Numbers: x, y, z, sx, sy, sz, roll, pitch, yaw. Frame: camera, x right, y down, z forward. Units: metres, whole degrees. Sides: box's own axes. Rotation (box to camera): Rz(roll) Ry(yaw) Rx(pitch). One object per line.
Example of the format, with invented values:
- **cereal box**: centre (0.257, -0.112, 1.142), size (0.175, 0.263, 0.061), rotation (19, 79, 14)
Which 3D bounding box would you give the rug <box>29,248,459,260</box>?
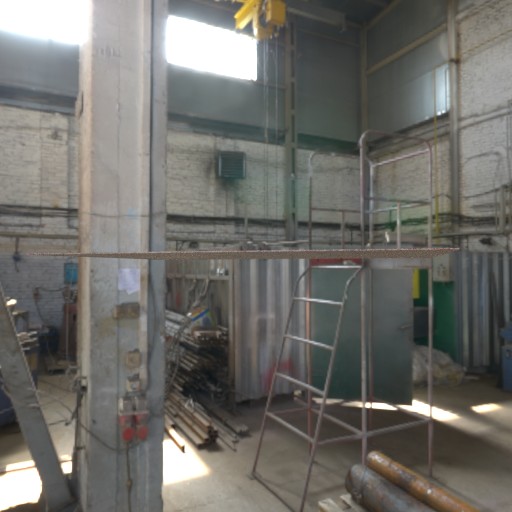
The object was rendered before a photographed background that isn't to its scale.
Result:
- **rug**: centre (0.000, 0.000, 2.352), size (1.829, 0.005, 1.219), rotation (-1, -2, 17)
